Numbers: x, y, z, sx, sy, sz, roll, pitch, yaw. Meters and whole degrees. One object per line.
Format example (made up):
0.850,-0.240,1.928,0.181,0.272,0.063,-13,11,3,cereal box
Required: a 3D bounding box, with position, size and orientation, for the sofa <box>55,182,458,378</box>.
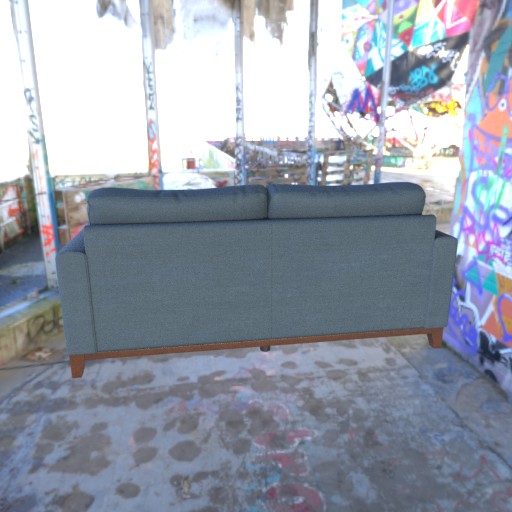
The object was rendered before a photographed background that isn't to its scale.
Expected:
0.000,0.000,2.504,1.900,0.865,0.877,-3,16,-9,sofa
